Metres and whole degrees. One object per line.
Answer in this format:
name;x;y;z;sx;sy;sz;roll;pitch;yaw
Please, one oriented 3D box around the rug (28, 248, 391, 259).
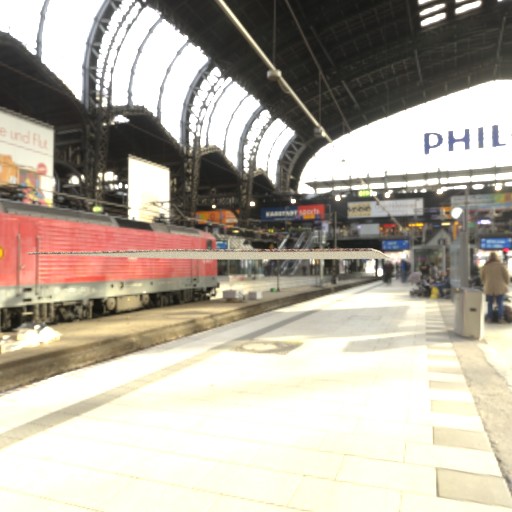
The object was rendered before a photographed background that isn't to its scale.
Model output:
rug;0.000;0.000;4.317;2.436;0.024;3.226;0;-1;19
